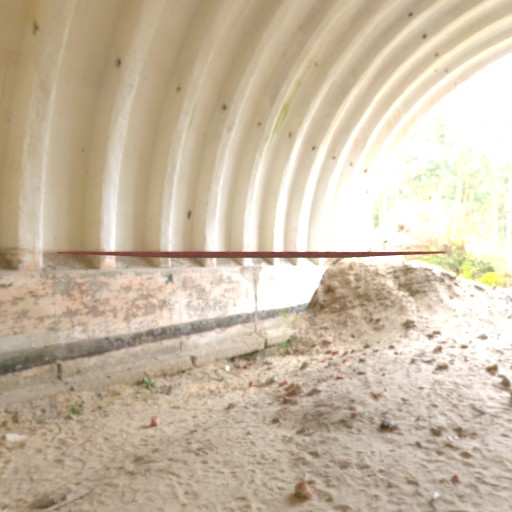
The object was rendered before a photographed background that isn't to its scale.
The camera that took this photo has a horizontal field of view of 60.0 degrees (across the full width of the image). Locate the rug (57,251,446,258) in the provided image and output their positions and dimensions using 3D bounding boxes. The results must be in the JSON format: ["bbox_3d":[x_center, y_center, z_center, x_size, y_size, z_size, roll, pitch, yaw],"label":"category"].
[{"bbox_3d":[0.000,0.000,4.369,2.389,0.011,3.306,0,-1,1],"label":"rug"}]
